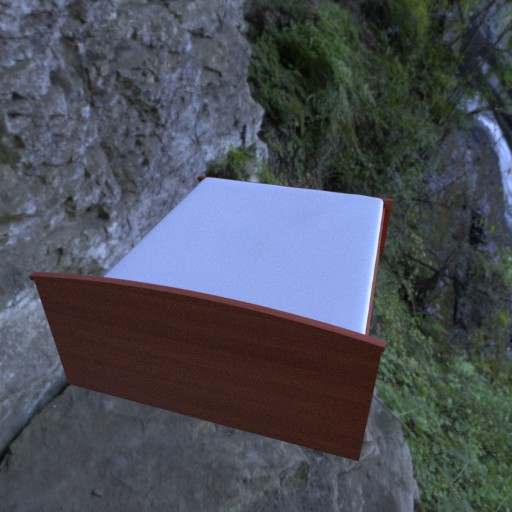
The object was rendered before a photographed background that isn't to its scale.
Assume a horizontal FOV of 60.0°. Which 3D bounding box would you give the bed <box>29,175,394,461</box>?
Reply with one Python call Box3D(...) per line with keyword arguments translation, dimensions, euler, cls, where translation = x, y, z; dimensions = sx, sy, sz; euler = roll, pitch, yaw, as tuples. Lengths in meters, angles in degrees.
Box3D(translation=(0.000, 0.000, 2.967), dimensions=(1.683, 0.848, 2.053), euler=(9, 34, 14), cls="bed")
